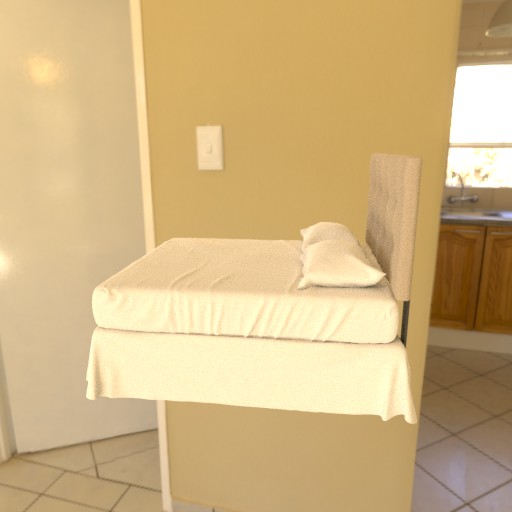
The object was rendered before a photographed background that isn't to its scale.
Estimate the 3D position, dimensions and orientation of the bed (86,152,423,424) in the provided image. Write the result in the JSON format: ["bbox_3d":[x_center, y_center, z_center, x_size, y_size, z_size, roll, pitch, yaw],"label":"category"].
[{"bbox_3d":[0.000,0.000,3.501,2.222,1.577,1.936,2,14,7],"label":"bed"}]
